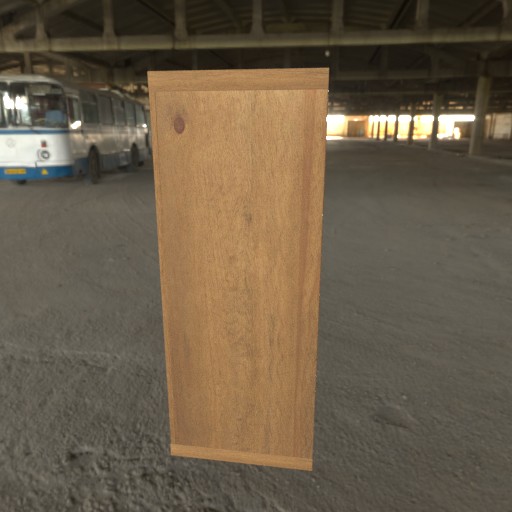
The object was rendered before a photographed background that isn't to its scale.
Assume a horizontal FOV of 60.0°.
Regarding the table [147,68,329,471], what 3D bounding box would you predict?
[{"bbox_3d":[0.000,0.000,1.793,0.524,1.294,0.901,2,16,8],"label":"table"}]
